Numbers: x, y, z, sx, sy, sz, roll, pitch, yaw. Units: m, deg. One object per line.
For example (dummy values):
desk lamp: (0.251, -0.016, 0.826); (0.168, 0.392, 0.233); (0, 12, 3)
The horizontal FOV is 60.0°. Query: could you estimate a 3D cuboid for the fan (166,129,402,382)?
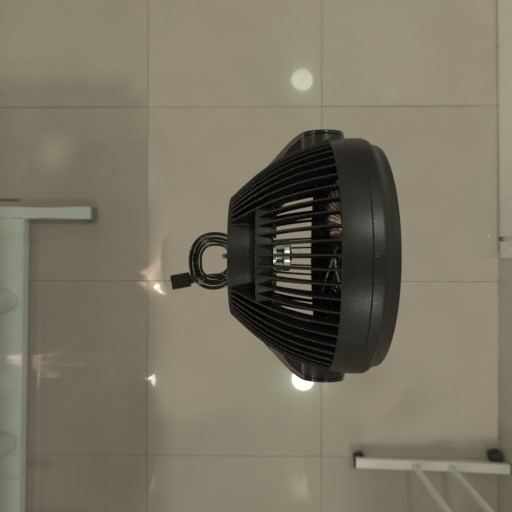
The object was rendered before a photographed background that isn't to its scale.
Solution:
fan: (0.000, 0.000, 0.483); (0.256, 0.277, 0.273); (0, 90, 1)
